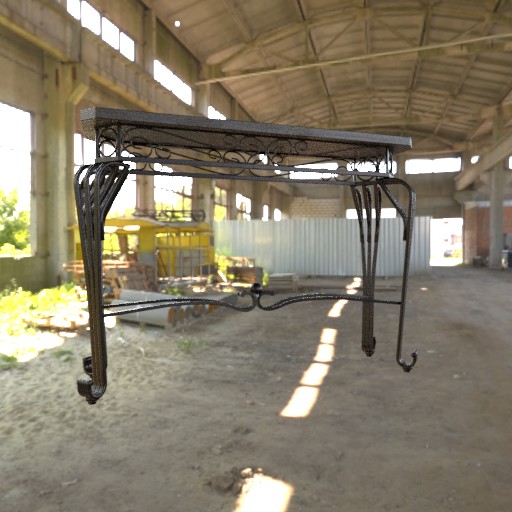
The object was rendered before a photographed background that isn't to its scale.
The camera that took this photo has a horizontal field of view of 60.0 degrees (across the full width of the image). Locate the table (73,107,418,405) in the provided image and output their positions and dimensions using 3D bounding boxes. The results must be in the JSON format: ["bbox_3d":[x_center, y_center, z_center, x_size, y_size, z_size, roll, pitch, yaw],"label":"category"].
[{"bbox_3d":[0.000,0.000,1.478,1.112,0.800,0.329,0,1,-18],"label":"table"}]
